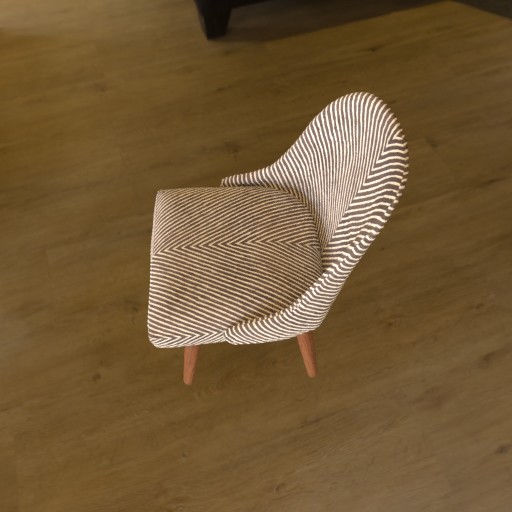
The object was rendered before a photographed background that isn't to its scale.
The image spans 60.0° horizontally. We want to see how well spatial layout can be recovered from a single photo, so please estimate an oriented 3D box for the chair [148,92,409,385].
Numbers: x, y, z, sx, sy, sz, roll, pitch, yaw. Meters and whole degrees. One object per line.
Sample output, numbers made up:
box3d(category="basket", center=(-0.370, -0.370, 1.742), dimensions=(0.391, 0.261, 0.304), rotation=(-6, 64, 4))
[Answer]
box3d(category="chair", center=(0.000, 0.000, 1.245), dimensions=(0.591, 0.883, 0.504), rotation=(-3, 59, -2))
